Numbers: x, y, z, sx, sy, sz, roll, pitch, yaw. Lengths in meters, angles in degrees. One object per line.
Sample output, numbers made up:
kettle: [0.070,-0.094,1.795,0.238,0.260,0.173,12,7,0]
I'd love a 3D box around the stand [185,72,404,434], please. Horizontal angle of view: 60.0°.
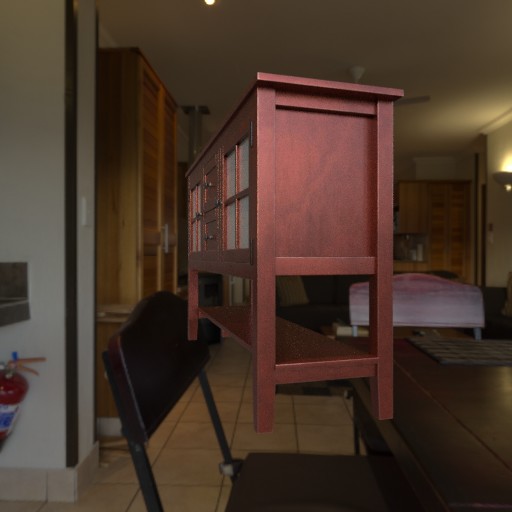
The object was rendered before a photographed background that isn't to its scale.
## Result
stand: [0.000,0.000,1.755,0.410,0.872,1.362,0,0,-16]
